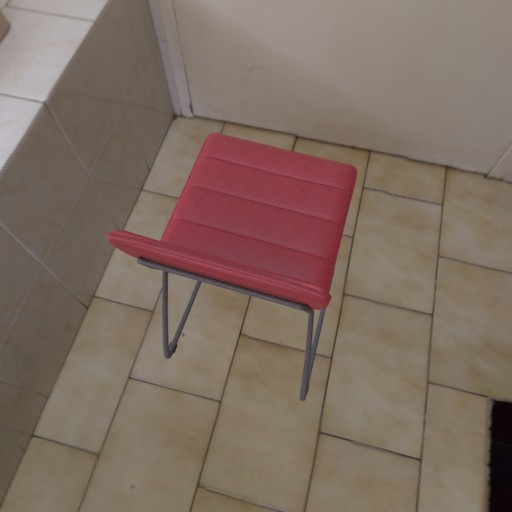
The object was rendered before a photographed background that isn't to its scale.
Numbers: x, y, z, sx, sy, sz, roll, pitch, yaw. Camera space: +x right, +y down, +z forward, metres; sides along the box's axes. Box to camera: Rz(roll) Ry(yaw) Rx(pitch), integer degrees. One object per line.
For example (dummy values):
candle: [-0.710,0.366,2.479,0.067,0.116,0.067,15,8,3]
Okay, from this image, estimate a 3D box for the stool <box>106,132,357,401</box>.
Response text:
stool: [0.000,0.000,1.189,0.489,0.866,0.524,15,65,7]
